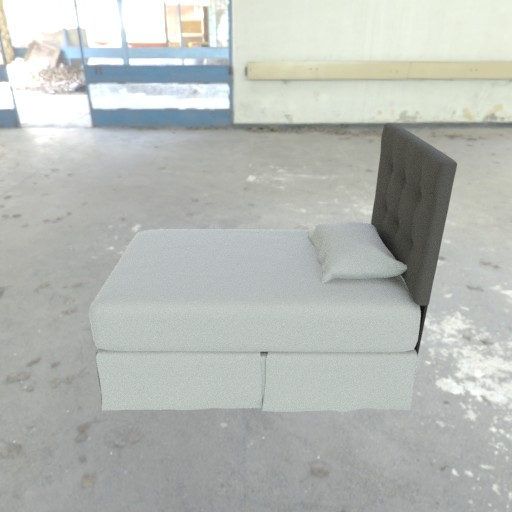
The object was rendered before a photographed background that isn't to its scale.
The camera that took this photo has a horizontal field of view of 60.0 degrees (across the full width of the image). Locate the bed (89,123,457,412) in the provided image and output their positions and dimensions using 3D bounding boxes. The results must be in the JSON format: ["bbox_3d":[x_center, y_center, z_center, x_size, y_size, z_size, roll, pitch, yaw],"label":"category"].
[{"bbox_3d":[0.000,0.000,2.990,1.997,1.571,1.261,0,26,0],"label":"bed"}]
